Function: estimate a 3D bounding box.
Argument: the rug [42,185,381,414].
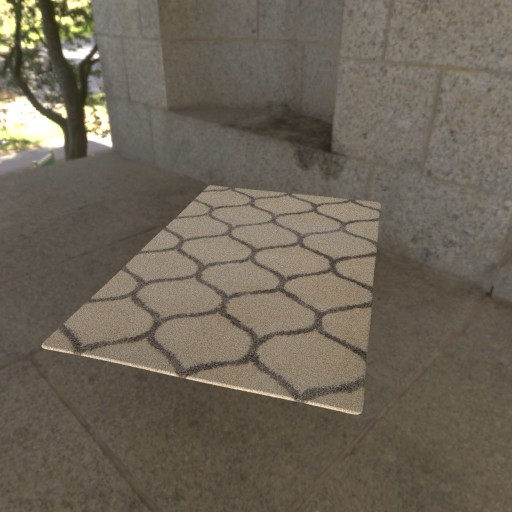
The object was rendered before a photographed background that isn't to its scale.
[{"bbox_3d":[0.000,0.000,3.446,1.801,0.026,2.701,8,30,14],"label":"rug"}]
